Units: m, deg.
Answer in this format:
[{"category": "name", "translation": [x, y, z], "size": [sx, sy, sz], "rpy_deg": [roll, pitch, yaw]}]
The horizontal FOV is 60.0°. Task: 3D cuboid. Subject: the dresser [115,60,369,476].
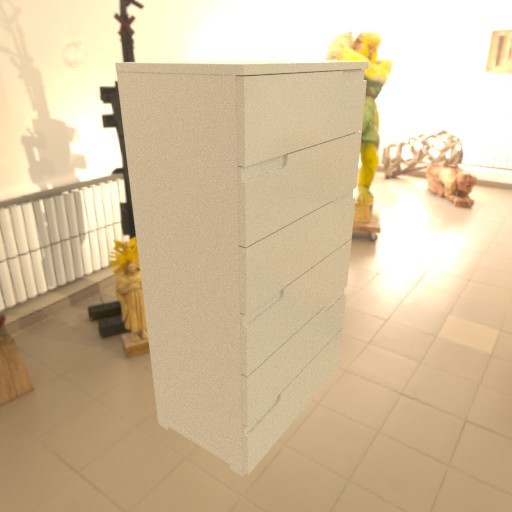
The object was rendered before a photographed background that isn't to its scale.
[{"category": "dresser", "translation": [0.000, 0.000, 1.482], "size": [0.400, 1.190, 0.650], "rpy_deg": [16, 29, 32]}]
